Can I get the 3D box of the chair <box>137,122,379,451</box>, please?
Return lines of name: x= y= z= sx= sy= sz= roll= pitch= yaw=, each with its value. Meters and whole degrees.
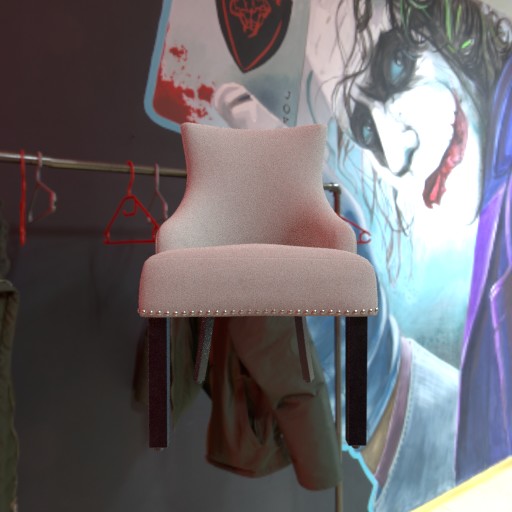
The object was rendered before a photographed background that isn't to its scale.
chair: x=0.000 y=0.000 z=1.306 sx=0.566 sy=0.909 sz=0.629 roll=0 pitch=1 yaw=-1
